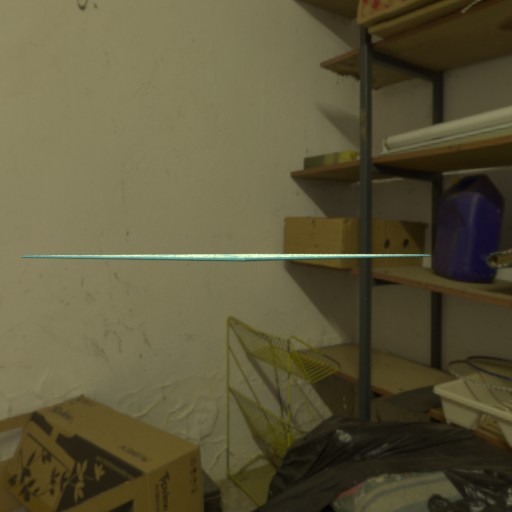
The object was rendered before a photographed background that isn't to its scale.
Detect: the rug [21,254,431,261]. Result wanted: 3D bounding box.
[{"bbox_3d":[0.000,0.000,2.831,1.554,0.012,2.205,0,1,37],"label":"rug"}]
